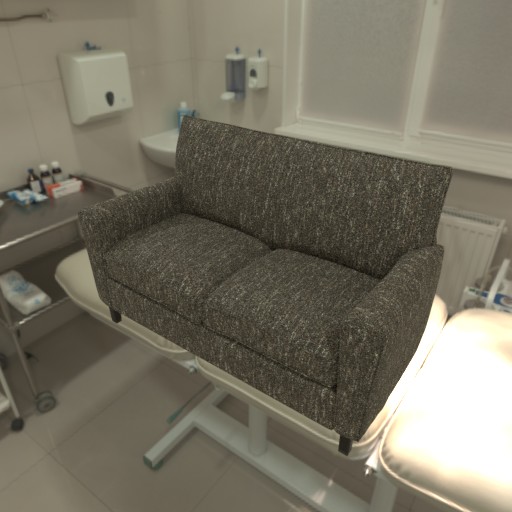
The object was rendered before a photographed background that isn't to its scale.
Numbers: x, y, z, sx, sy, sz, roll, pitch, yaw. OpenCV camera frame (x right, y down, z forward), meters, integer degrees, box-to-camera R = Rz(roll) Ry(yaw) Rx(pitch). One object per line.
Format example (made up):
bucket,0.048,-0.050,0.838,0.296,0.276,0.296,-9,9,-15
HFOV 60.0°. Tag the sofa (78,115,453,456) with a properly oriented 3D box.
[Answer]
sofa,0.000,0.000,2.050,1.519,0.946,0.801,20,36,30
